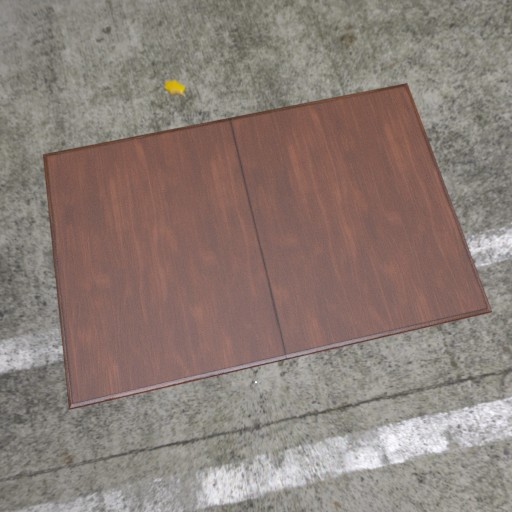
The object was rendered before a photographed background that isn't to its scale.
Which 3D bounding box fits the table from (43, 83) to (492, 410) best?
[{"bbox_3d":[0.000,0.000,2.041,1.524,0.761,0.990,-12,74,-3],"label":"table"}]
